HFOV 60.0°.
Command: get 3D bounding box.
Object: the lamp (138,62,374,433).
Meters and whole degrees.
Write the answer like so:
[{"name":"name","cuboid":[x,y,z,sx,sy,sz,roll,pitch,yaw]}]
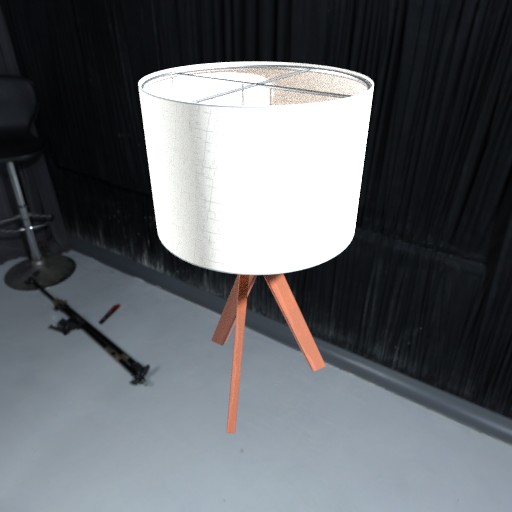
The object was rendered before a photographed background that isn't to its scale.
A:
[{"name":"lamp","cuboid":[0.000,0.000,0.911,0.380,0.686,0.380,20,37,29]}]
